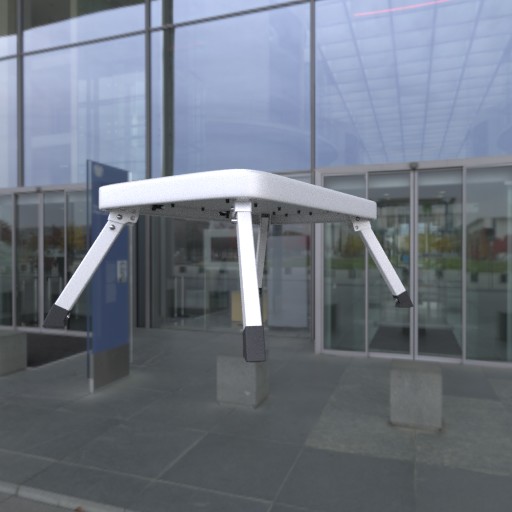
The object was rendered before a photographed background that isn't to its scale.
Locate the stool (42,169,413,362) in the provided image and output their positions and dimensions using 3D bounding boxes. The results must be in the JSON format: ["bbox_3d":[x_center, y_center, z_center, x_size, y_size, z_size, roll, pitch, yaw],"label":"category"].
[{"bbox_3d":[0.000,0.000,0.629,0.320,0.170,0.460,0,1,34],"label":"stool"}]
